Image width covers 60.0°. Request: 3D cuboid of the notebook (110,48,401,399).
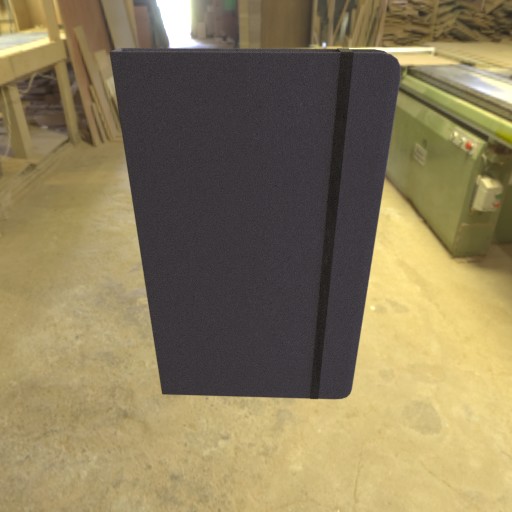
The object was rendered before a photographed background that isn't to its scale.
[{"bbox_3d":[0.000,0.000,0.251,0.127,0.213,0.016,1,31,2],"label":"notebook"}]
